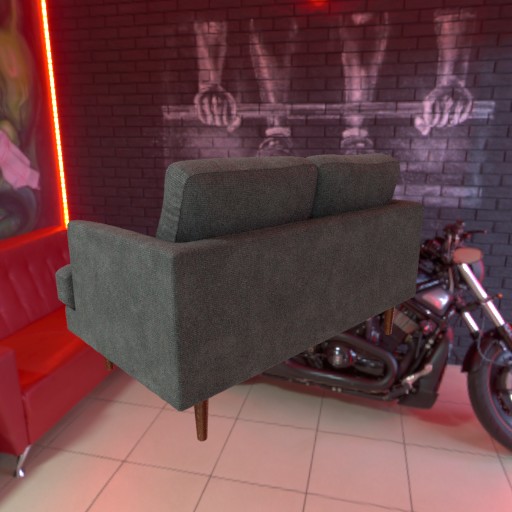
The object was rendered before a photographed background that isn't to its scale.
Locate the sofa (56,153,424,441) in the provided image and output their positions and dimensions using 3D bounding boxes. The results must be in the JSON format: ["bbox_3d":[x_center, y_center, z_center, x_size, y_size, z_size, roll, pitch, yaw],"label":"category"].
[{"bbox_3d":[0.000,0.000,2.124,1.582,0.956,0.903,-14,20,-42],"label":"sofa"}]
